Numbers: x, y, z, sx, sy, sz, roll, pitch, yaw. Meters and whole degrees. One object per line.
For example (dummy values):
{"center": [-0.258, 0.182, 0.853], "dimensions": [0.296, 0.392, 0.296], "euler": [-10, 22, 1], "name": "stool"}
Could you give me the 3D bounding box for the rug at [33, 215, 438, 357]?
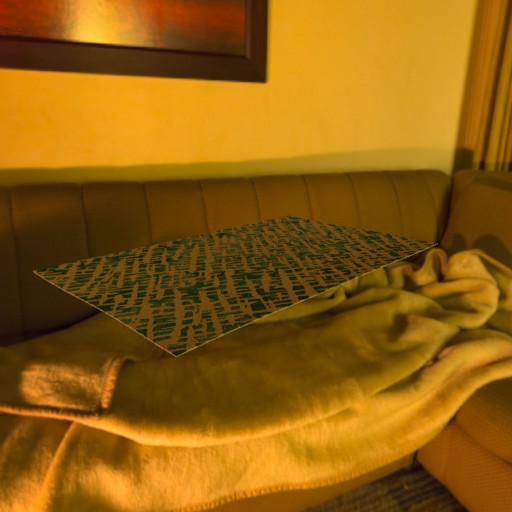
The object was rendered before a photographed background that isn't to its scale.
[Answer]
{"center": [0.000, 0.000, 3.092], "dimensions": [1.520, 0.011, 2.447], "euler": [16, 23, 42], "name": "rug"}
